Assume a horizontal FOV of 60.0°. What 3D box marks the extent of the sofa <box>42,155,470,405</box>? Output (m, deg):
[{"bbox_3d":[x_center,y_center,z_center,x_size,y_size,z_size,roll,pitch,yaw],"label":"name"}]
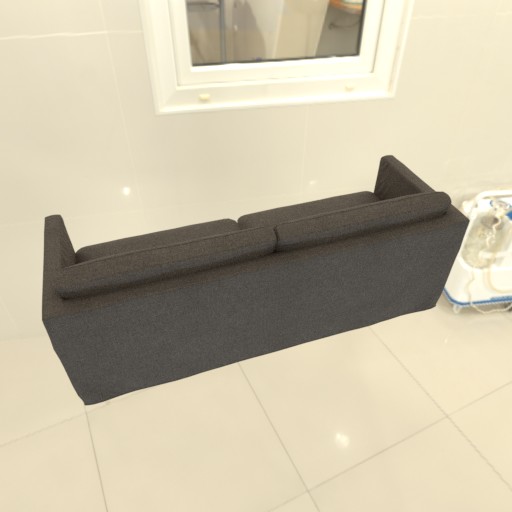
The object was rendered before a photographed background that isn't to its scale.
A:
[{"bbox_3d":[0.000,0.000,3.250,2.779,0.998,1.036,-13,42,-14],"label":"sofa"}]
